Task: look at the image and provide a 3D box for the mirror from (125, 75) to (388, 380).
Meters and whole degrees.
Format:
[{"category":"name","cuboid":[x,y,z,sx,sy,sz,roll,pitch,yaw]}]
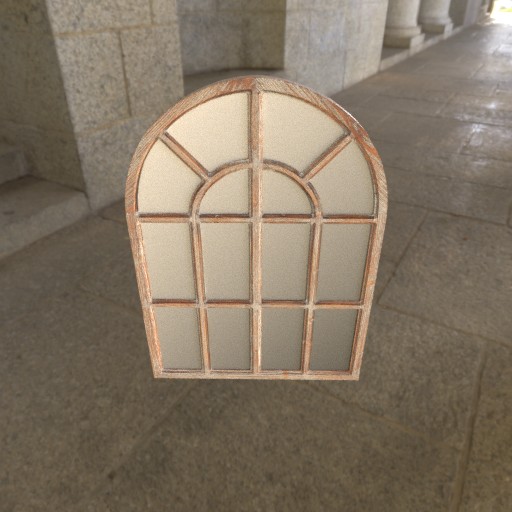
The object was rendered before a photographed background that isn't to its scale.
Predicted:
[{"category":"mirror","cuboid":[0.000,0.000,1.204,0.660,0.920,0.032,0,32,1]}]
